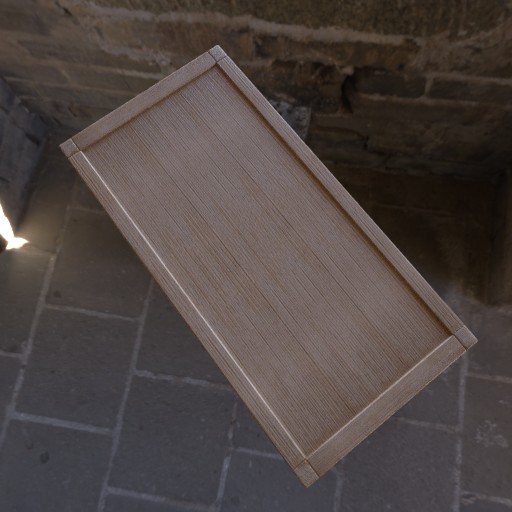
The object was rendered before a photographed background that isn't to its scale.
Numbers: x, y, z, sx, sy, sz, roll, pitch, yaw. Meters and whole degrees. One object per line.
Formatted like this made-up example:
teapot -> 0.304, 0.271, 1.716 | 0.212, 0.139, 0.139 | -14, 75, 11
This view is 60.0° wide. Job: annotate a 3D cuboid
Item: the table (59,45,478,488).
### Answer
table -> 0.000, 0.000, 1.615 | 0.660, 0.457, 1.321 | -36, 78, -9
